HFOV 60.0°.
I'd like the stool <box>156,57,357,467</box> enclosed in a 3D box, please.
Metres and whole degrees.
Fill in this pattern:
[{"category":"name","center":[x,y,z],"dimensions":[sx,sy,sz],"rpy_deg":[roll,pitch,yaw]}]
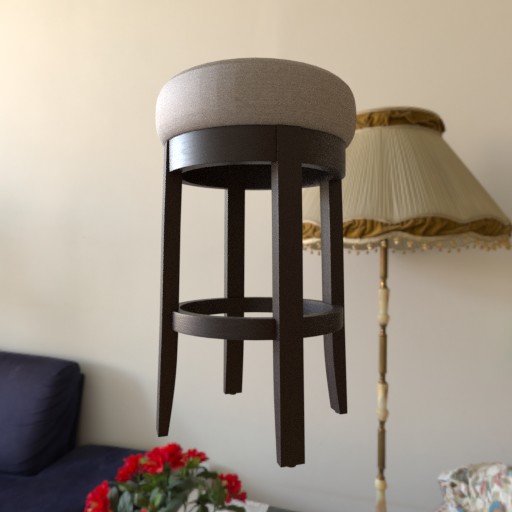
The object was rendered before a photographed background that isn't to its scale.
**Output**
[{"category":"stool","center":[0.000,0.000,1.004],"dimensions":[0.443,0.757,0.443],"rpy_deg":[0,1,0]}]
